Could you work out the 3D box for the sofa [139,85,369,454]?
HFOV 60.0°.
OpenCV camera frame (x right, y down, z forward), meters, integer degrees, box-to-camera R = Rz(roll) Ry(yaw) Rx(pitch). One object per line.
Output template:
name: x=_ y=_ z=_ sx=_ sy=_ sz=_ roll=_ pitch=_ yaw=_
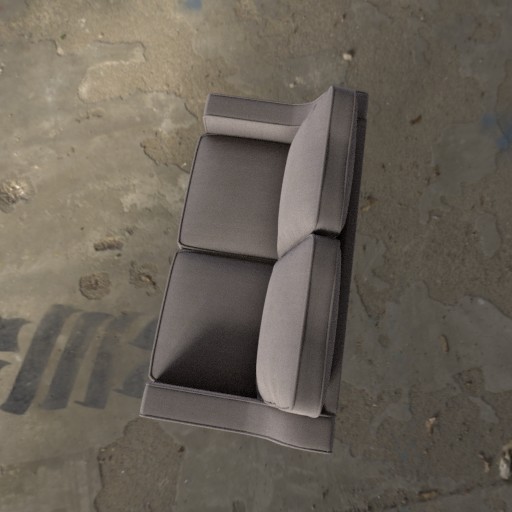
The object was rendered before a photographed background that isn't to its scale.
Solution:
sofa: x=0.000 y=0.000 z=2.029 sx=0.791 sy=0.948 sz=1.500 roll=9 pitch=75 yaw=2
